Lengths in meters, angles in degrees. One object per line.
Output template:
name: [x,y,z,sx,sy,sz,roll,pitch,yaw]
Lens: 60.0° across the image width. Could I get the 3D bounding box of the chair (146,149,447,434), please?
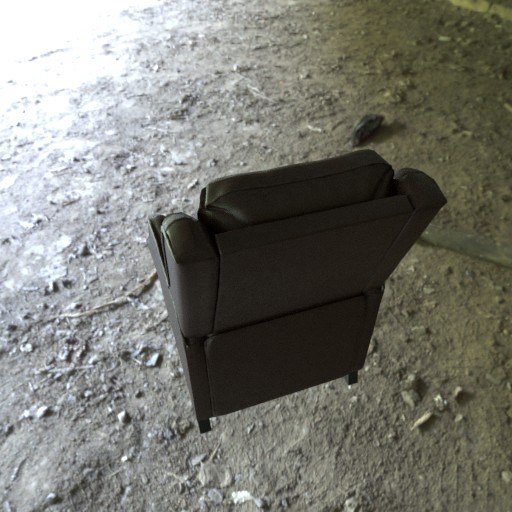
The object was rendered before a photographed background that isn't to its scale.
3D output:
chair: [0.000,0.000,1.737,0.770,1.132,0.982,-13,43,-15]
